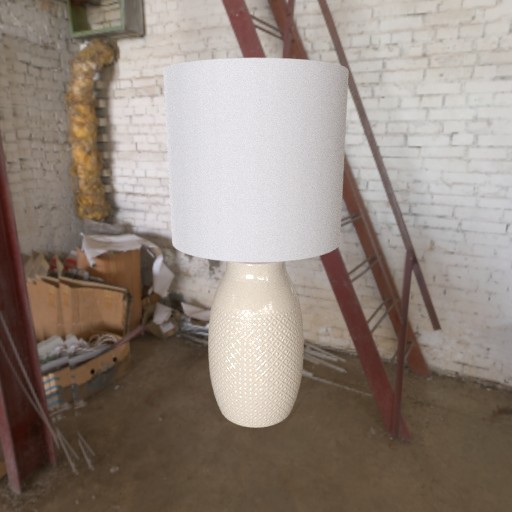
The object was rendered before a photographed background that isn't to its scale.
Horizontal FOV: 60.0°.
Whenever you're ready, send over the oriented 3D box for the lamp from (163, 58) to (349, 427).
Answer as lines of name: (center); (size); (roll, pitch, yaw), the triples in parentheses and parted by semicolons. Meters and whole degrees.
lamp: (0.000, 0.000, 0.588); (0.217, 0.453, 0.217); (-7, 17, -25)
